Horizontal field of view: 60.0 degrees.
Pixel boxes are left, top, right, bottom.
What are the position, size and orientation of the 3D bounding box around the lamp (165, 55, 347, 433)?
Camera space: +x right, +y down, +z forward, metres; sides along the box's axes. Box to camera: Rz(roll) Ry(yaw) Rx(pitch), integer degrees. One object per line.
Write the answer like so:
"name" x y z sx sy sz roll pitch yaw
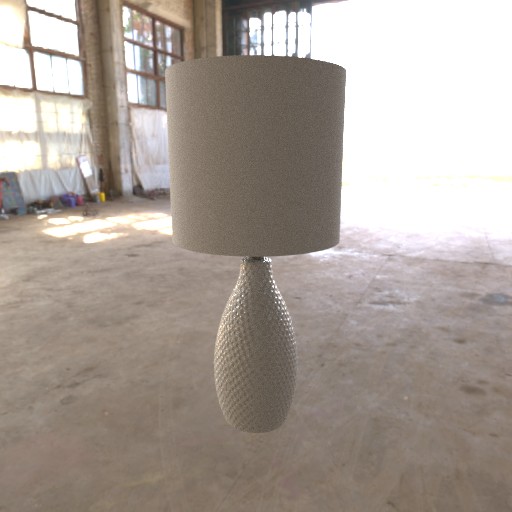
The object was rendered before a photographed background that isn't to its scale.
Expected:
"lamp" 0.000 0.000 0.584 0.214 0.466 0.214 12 18 43
